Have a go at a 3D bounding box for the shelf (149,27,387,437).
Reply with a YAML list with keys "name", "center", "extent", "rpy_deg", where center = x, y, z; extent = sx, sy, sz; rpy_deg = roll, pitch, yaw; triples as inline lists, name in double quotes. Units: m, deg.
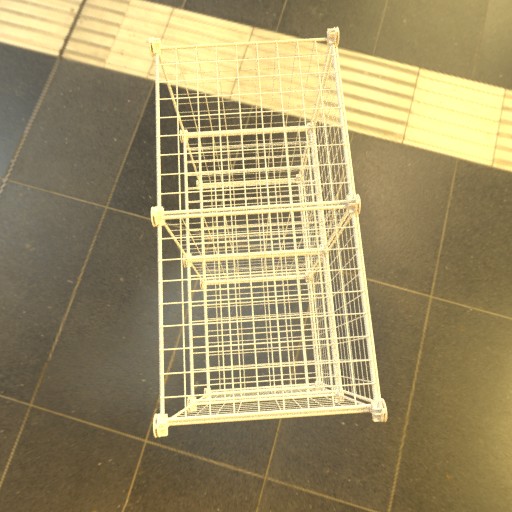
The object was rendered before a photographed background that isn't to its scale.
- name: "shelf"
  center: [0.000, 0.000, 1.095]
  extent: [0.356, 0.711, 0.711]
  rpy_deg: [-4, 77, -1]
